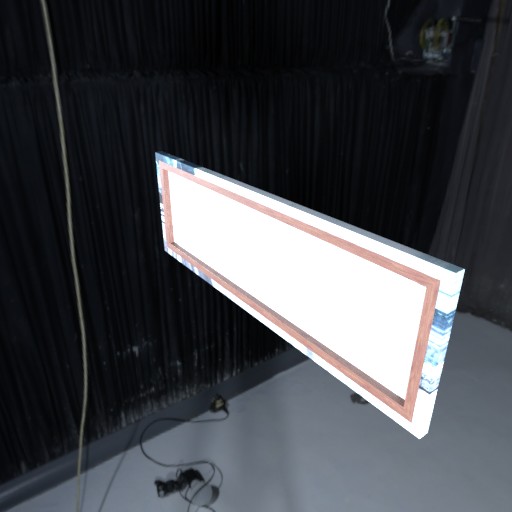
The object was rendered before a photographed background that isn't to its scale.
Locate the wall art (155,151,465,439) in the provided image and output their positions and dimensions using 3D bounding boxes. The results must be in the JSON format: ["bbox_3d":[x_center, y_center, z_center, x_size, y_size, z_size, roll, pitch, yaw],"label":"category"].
[{"bbox_3d":[0.000,0.000,1.650,0.037,0.509,1.524,-18,31,-33],"label":"wall art"}]
